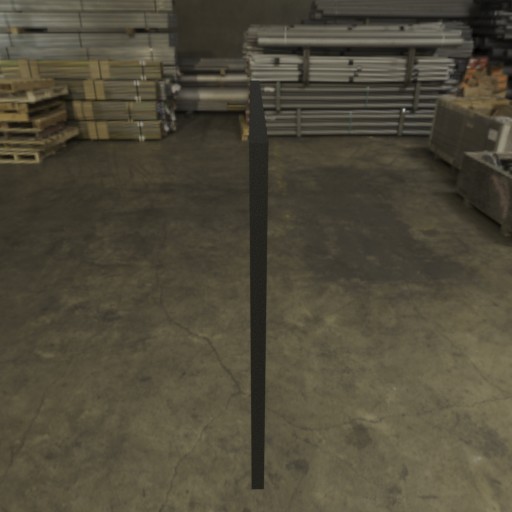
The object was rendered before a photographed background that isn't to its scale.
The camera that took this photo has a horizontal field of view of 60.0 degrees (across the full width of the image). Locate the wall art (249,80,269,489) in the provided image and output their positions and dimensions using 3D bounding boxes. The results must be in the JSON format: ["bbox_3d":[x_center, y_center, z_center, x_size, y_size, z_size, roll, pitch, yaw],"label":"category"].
[{"bbox_3d":[0.000,0.000,0.531,0.013,0.356,0.356,0,28,0],"label":"wall art"}]
